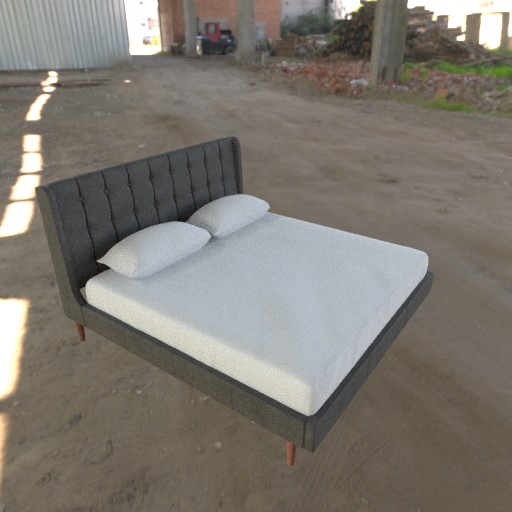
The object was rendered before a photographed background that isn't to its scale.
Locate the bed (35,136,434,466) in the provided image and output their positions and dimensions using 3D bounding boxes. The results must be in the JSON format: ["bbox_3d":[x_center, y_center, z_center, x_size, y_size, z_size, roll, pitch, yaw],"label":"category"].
[{"bbox_3d":[0.000,0.000,2.541,1.638,0.933,1.531,18,31,32],"label":"bed"}]
